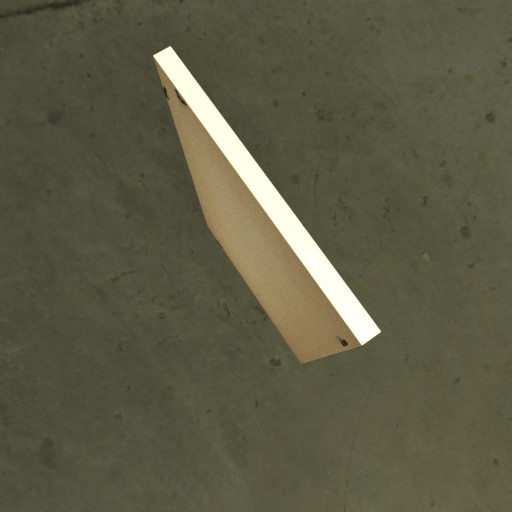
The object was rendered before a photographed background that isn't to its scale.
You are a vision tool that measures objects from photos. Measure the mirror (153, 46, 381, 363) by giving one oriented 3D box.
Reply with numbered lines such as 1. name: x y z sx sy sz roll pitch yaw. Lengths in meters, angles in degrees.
1. mirror: 0.000 0.000 1.164 0.041 0.914 0.609 -33 77 -8
